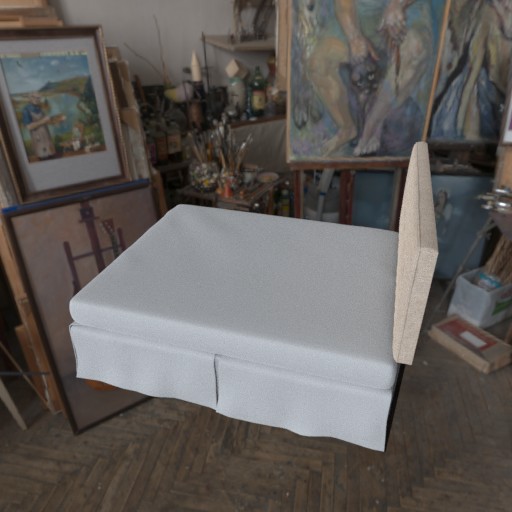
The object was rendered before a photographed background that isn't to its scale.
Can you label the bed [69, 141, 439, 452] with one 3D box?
[{"bbox_3d":[0.000,0.000,2.953,1.978,1.270,1.643,9,31,15],"label":"bed"}]
